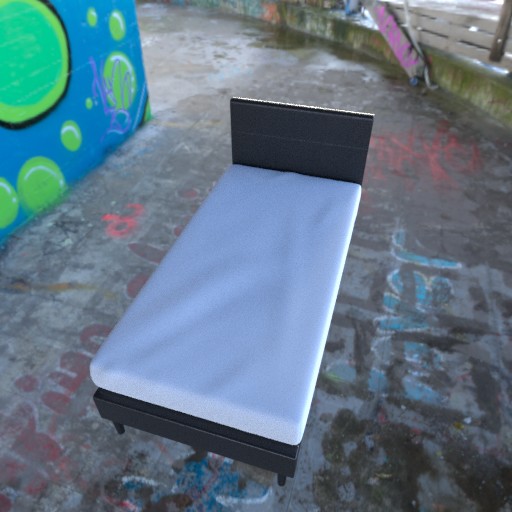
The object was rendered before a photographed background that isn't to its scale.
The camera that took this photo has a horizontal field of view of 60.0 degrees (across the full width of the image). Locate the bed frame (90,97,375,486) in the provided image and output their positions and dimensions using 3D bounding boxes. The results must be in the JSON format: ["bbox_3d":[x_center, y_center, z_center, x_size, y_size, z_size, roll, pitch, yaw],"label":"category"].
[{"bbox_3d":[0.000,0.000,2.530,1.038,1.046,2.152,12,42,13],"label":"bed frame"}]
